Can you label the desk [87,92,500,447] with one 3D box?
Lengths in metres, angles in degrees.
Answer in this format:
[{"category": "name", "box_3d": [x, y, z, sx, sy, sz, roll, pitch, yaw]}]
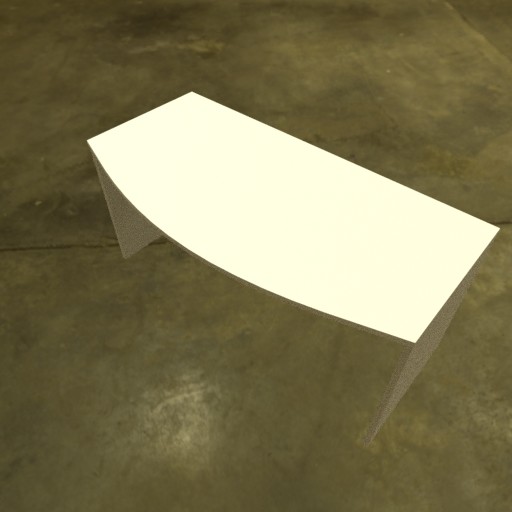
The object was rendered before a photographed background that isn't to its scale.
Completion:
[{"category": "desk", "box_3d": [0.000, 0.000, 1.998, 1.600, 0.750, 0.802, 32, 54, 28]}]
